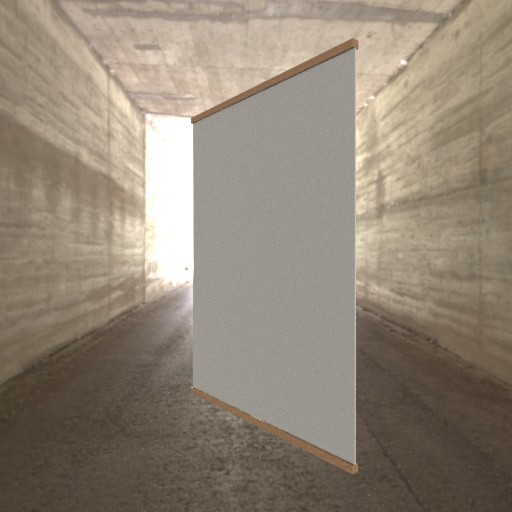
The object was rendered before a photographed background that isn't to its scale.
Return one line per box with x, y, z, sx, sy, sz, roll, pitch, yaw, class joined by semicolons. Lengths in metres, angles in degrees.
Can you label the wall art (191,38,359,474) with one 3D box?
0.000;0.000;0.803;0.012;0.608;0.459;0;0;-37;wall art
